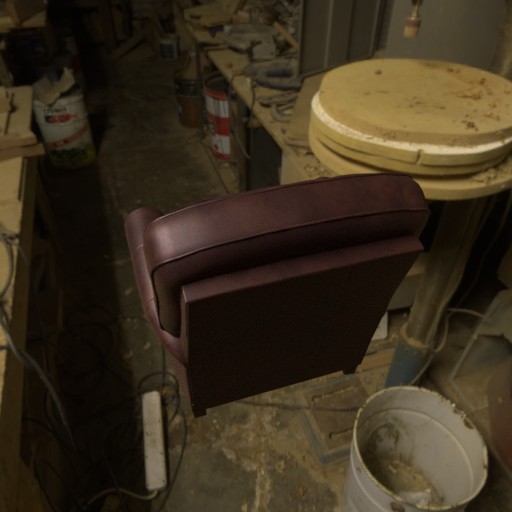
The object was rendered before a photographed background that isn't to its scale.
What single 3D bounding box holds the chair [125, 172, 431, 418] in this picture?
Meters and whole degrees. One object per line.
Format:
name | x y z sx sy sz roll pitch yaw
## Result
chair | 0.000 0.000 1.733 0.936 1.018 0.986 -12 42 -13
